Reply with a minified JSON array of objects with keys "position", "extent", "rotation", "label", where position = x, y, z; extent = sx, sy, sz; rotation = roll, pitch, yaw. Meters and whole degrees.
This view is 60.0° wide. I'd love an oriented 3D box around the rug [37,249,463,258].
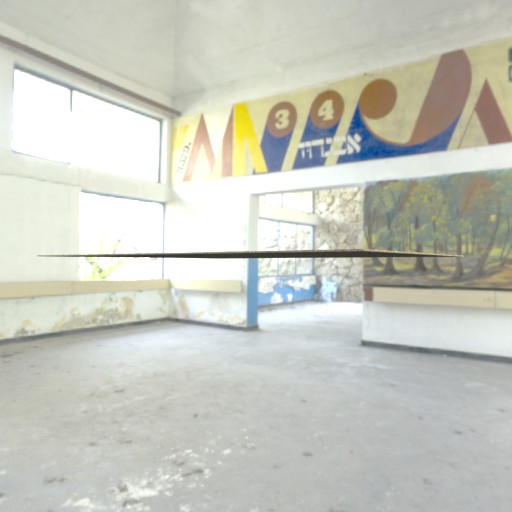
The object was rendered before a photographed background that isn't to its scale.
[{"position":[0.000,0.000,4.044],"extent":[3.050,0.011,2.441],"rotation":[-1,-1,36],"label":"rug"}]
